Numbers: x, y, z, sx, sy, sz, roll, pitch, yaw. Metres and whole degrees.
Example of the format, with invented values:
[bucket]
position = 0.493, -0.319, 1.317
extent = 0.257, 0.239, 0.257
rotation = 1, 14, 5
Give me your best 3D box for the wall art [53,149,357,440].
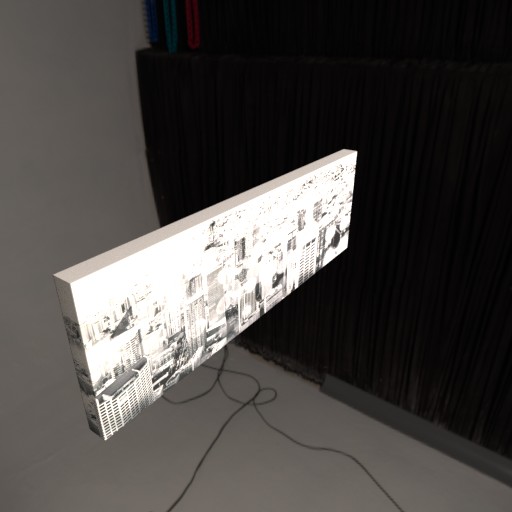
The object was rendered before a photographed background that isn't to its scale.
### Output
[wall art]
position = 0.000, 0.000, 0.845
extent = 0.038, 0.255, 0.763
rotation = 18, 32, 32
